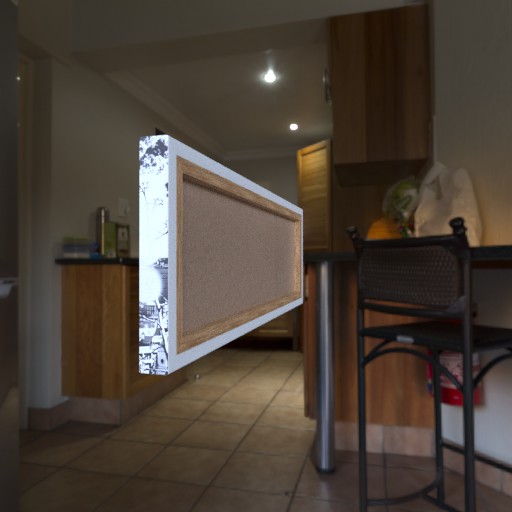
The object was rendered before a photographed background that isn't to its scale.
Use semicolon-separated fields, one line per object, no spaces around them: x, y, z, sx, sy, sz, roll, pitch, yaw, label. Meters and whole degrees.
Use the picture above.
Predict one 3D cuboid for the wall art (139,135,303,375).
0.000;0.000;0.844;0.036;0.256;0.766;0;0;17;wall art
